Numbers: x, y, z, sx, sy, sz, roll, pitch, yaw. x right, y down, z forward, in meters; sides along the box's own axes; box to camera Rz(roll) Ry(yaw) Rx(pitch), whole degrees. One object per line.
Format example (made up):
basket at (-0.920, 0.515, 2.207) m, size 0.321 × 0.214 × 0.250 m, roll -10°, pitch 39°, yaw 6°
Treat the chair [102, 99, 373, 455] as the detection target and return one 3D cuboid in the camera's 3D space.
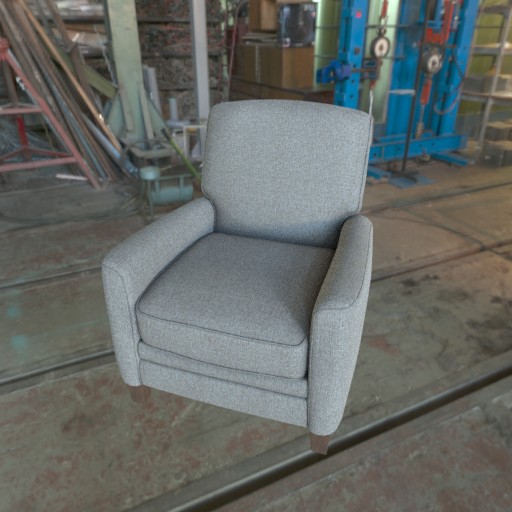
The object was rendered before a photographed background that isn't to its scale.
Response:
chair at (0.000, 0.000, 1.668) m, size 0.848 × 1.014 × 0.864 m, roll 9°, pitch 29°, yaw 16°
